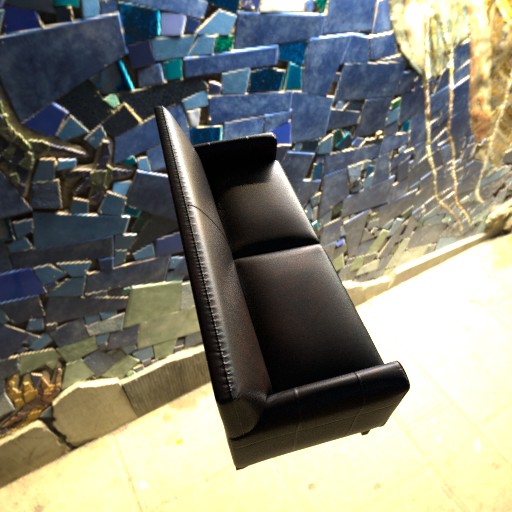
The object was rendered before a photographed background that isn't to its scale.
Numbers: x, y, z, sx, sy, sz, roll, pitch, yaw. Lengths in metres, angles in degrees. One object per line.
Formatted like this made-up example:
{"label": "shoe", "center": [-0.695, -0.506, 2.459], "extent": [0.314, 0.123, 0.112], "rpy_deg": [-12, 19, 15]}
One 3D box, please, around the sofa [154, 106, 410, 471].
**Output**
{"label": "sofa", "center": [0.000, 0.000, 2.442], "extent": [0.786, 0.871, 1.995], "rpy_deg": [-11, 47, -10]}
